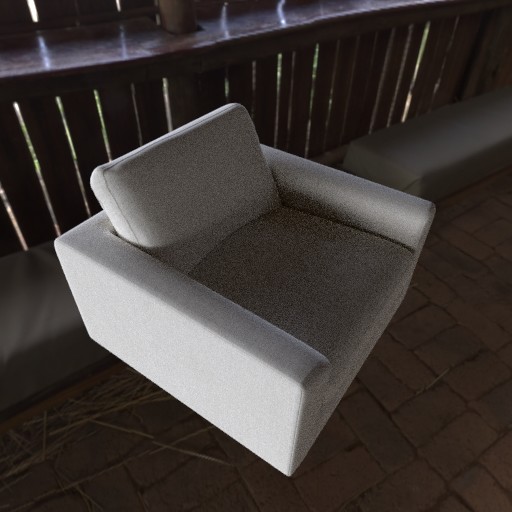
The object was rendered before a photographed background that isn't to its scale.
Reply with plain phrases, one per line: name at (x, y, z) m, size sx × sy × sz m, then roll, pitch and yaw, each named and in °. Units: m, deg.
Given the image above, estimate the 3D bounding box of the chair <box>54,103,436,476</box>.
chair at (0.000, 0.000, 1.834) m, size 1.100 × 0.876 × 1.070 m, roll 25°, pitch 47°, yaw 26°
